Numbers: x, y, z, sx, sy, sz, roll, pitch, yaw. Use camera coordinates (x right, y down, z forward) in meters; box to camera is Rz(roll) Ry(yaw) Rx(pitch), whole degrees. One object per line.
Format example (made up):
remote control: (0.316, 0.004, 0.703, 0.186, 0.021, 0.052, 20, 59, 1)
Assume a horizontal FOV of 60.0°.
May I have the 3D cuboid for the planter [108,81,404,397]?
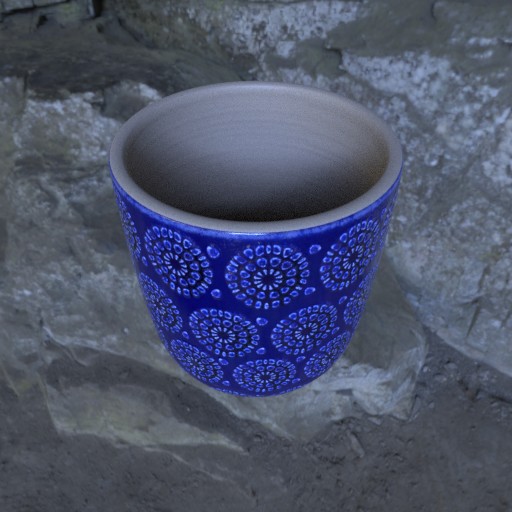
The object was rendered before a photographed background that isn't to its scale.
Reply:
planter: (0.000, 0.000, 0.349, 0.184, 0.206, 0.184, 0, 44, 0)
